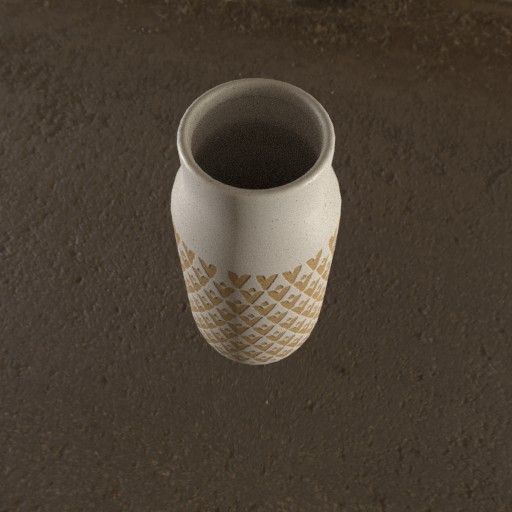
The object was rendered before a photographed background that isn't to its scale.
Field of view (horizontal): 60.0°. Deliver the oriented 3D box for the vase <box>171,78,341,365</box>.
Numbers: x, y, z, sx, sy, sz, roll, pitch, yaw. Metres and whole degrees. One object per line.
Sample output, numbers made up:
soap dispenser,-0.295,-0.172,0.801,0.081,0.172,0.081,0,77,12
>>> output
vase,0.000,0.000,0.388,0.137,0.307,0.137,0,63,0
